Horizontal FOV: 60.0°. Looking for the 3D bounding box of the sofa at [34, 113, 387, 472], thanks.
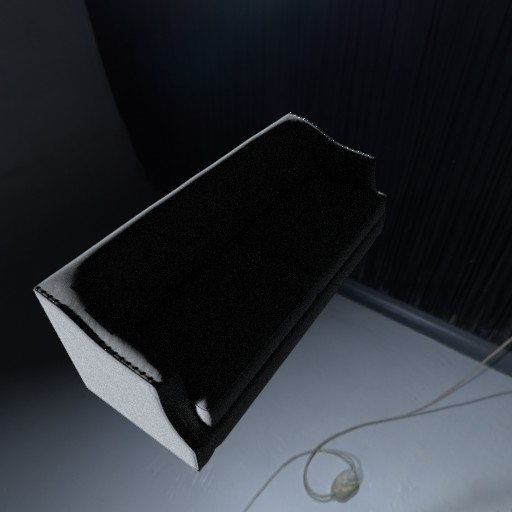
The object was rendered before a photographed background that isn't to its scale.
[{"bbox_3d":[0.000,0.000,2.746,0.914,0.901,2.235,25,48,25],"label":"sofa"}]
